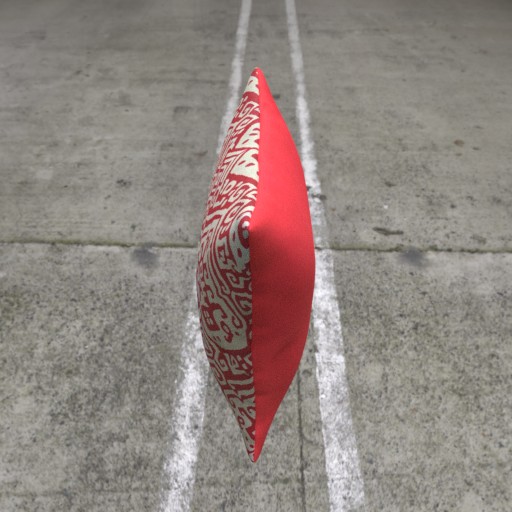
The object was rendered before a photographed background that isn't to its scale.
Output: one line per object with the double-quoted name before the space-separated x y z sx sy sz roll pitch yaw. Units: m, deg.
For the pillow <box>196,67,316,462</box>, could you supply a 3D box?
"pillow" 0.000 0.000 0.801 0.192 0.507 0.522 1 40 1
